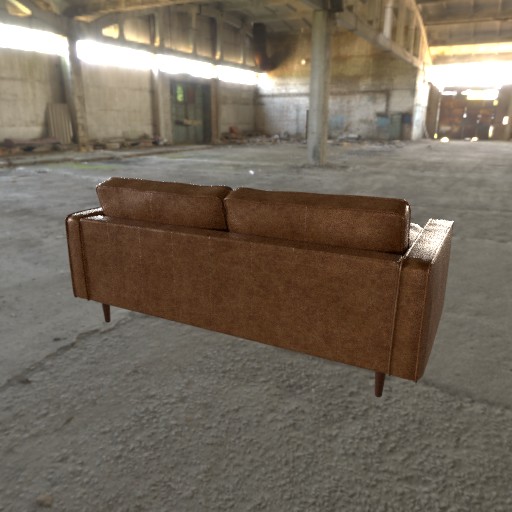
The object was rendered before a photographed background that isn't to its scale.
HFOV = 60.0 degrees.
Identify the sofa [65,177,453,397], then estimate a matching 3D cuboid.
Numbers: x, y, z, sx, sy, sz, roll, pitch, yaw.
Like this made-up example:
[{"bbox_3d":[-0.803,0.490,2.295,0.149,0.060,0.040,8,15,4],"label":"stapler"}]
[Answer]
[{"bbox_3d":[0.000,0.000,2.433,1.920,0.825,0.924,9,19,26],"label":"sofa"}]
